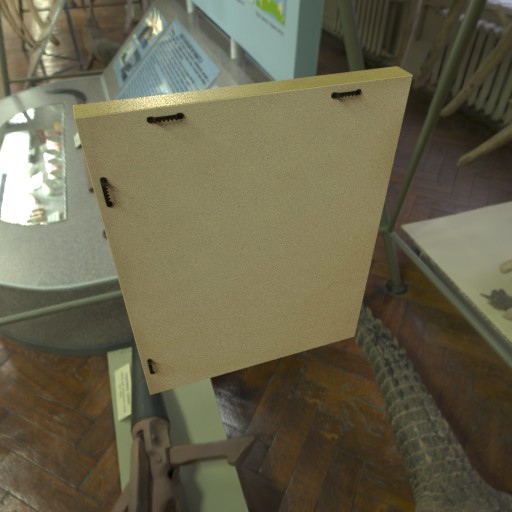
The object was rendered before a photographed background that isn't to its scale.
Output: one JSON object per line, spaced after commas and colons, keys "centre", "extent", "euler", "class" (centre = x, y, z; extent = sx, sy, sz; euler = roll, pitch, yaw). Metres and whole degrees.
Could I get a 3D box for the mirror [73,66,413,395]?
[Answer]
{"centre": [0.000, 0.000, 0.680], "extent": [0.405, 0.508, 0.041], "euler": [-13, 42, -14], "class": "mirror"}
